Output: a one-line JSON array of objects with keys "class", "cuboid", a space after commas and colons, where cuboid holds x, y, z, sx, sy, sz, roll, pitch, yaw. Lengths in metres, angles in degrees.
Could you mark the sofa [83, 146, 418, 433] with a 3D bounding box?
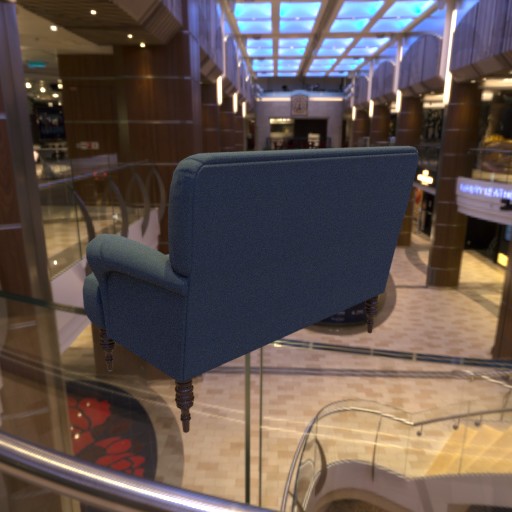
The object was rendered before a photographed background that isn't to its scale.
[{"class": "sofa", "cuboid": [0.000, 0.000, 1.853, 1.297, 0.889, 0.779, -14, 21, -42]}]
